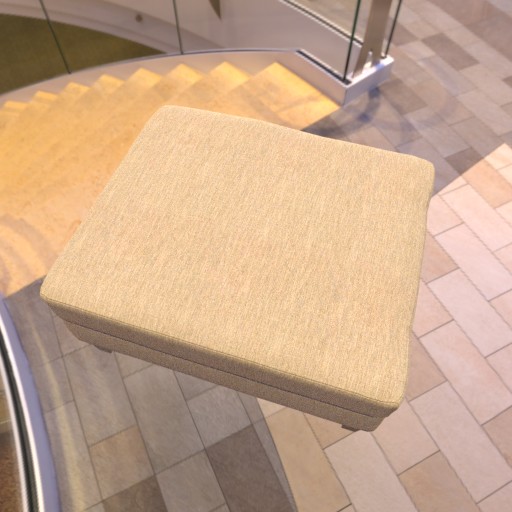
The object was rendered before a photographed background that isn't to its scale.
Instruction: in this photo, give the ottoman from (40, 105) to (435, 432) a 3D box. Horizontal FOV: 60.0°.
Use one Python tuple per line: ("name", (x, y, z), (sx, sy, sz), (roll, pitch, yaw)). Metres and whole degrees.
("ottoman", (0.000, 0.000, 1.455), (0.976, 0.492, 0.836), (15, 59, 9))
